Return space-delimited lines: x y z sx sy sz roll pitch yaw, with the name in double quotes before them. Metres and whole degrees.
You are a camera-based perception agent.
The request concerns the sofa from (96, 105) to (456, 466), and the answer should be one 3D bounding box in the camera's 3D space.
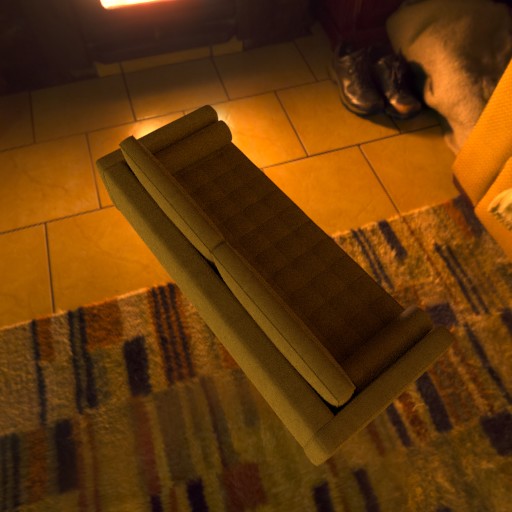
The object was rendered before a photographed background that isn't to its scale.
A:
"sofa" 0.000 0.000 2.673 0.919 0.770 2.200 -34 65 -18
